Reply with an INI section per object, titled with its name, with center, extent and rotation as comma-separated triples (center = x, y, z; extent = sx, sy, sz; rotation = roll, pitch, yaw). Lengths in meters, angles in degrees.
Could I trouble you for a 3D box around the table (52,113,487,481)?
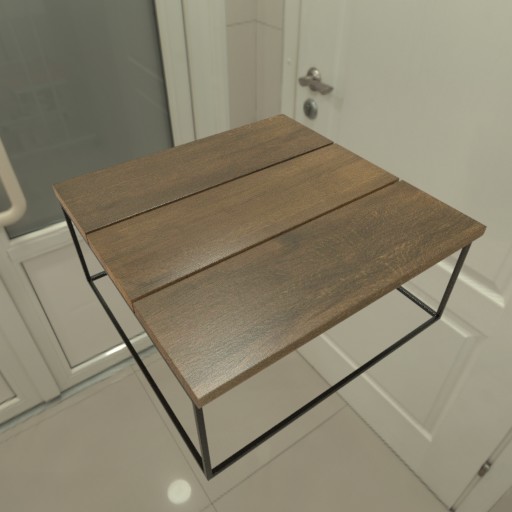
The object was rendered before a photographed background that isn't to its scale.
[table]
center = 0.000, 0.000, 1.415
extent = 0.900, 0.400, 0.900
rotation = -25, 47, -26
